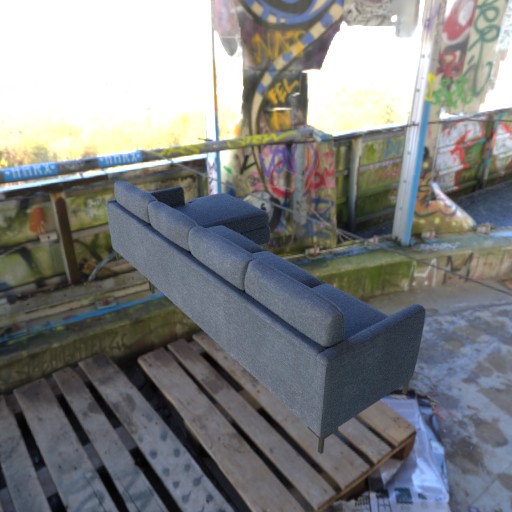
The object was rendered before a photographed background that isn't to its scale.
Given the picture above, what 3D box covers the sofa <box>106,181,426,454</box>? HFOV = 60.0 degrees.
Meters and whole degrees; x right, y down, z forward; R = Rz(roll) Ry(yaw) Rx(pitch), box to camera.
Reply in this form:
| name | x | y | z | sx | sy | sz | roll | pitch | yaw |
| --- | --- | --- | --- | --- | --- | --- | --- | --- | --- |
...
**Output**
| name | x | y | z | sx | sy | sz | roll | pitch | yaw |
| --- | --- | --- | --- | --- | --- | --- | --- | --- | --- |
| sofa | 0.000 | 0.000 | 3.515 | 1.350 | 0.810 | 2.932 | -18 | 31 | -33 |
